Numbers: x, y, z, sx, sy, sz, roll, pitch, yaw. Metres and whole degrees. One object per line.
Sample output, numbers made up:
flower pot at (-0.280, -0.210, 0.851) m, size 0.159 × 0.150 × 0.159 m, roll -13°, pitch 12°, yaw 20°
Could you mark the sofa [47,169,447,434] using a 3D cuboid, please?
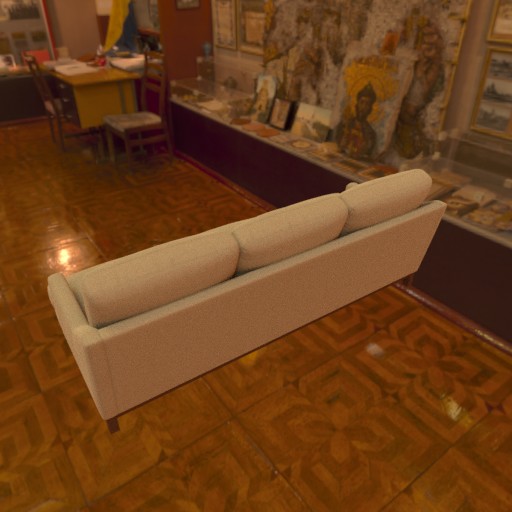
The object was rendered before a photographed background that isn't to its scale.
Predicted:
sofa at (0.000, 0.000, 2.770) m, size 2.321 × 0.913 × 1.000 m, roll -20°, pitch 38°, yaw -28°
